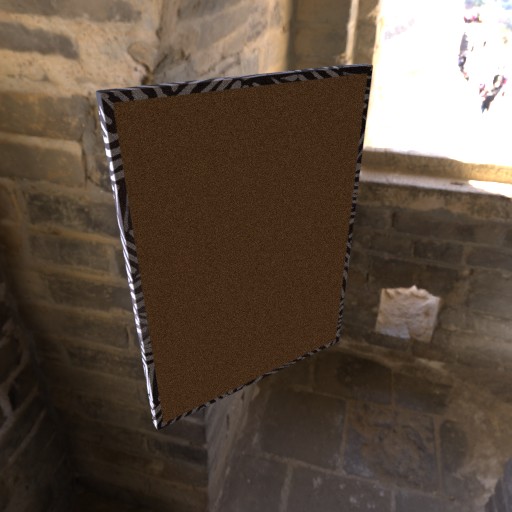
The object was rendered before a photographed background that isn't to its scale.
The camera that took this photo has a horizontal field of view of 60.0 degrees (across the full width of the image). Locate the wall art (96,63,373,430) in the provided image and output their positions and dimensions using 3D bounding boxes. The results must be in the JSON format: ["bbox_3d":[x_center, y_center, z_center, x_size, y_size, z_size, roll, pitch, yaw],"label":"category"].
[{"bbox_3d":[0.000,0.000,1.334,0.765,1.017,0.038,-18,35,-28],"label":"wall art"}]
